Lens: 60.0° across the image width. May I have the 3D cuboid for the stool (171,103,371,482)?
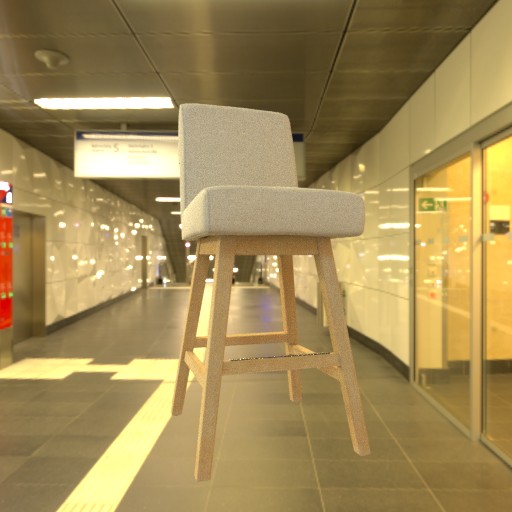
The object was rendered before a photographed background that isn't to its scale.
[{"bbox_3d":[0.000,0.000,1.299,0.446,1.015,0.543,0,0,-18],"label":"stool"}]
